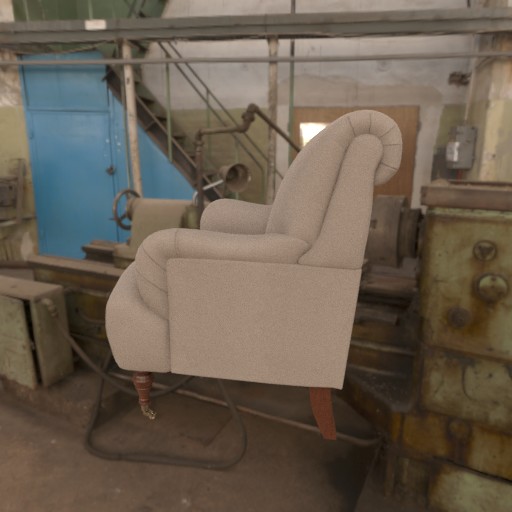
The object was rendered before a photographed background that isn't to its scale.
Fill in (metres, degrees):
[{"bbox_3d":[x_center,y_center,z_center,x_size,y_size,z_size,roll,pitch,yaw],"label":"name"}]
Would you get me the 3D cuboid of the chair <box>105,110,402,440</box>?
[{"bbox_3d":[0.000,0.000,1.554,0.842,0.942,0.766,2,15,9],"label":"chair"}]
